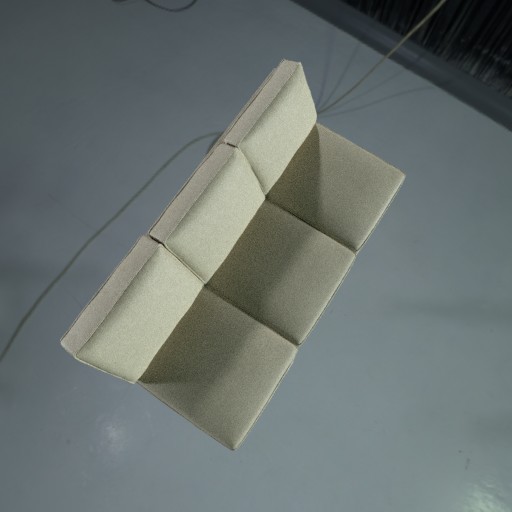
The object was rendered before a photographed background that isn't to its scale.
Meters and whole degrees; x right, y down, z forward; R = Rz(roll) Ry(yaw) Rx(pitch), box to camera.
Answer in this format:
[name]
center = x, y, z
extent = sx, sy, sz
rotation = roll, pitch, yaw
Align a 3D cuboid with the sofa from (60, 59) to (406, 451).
[sofa]
center = 0.000, 0.000, 2.625
extent = 1.027, 0.973, 1.962
rotation = 32, 76, 9
